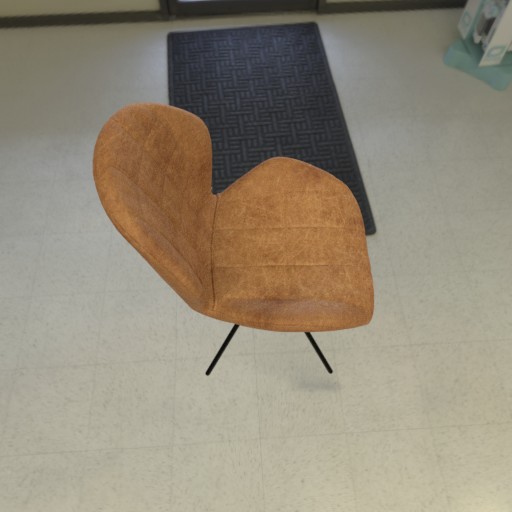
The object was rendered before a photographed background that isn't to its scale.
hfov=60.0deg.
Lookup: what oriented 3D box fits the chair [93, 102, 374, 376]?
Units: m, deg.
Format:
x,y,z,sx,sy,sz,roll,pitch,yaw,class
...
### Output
x,y,z,sx,sy,sz,roll,pitch,yaw,class
0.000,0.000,1.268,0.640,0.929,0.527,-1,61,0,chair
